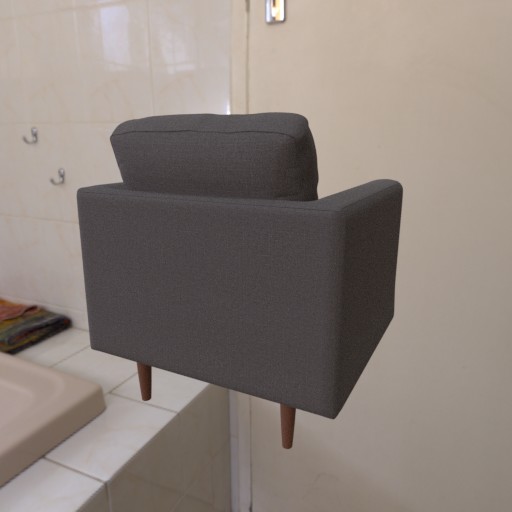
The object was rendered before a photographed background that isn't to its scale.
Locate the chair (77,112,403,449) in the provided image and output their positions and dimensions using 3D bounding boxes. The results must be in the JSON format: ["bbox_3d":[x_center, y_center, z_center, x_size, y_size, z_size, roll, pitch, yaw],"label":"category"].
[{"bbox_3d":[0.000,0.000,1.550,0.854,0.927,0.800,8,17,26],"label":"chair"}]
